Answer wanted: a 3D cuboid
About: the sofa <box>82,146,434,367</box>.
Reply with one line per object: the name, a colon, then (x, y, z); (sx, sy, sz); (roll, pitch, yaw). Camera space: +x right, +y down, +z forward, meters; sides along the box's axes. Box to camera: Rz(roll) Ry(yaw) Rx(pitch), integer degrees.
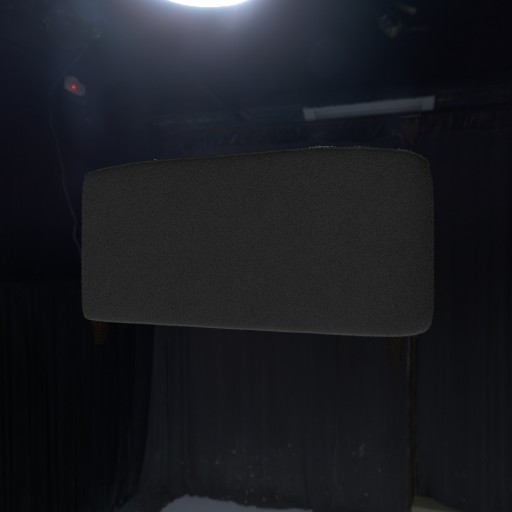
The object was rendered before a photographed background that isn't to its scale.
sofa: (0.000, 0.000, 2.330); (1.731, 0.878, 0.940); (0, 0, 19)
